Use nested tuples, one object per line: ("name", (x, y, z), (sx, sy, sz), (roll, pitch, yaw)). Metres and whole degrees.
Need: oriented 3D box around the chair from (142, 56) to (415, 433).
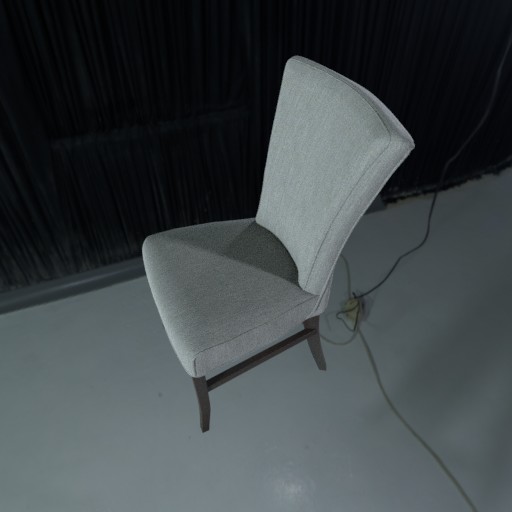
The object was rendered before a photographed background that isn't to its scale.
("chair", (0.000, 0.000, 1.388), (0.660, 0.991, 0.520), (-18, 48, -17))
